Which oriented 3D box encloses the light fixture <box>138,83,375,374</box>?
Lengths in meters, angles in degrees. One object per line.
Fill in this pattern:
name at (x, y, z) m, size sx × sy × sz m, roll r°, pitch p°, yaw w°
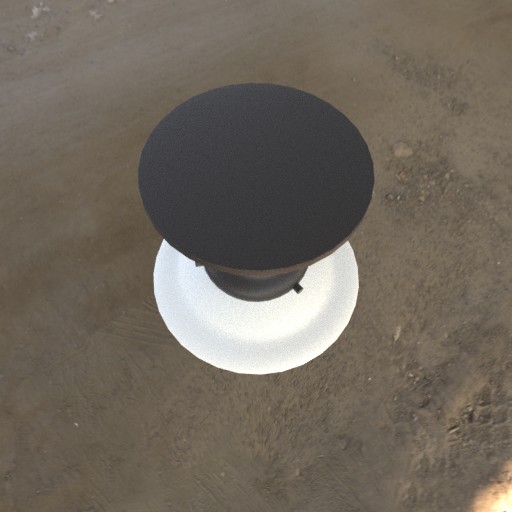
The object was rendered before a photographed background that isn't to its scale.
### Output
light fixture at (0.000, 0.000, 0.398) m, size 0.197 × 0.254 × 0.197 m, roll 0°, pitch 63°, yaw 0°
